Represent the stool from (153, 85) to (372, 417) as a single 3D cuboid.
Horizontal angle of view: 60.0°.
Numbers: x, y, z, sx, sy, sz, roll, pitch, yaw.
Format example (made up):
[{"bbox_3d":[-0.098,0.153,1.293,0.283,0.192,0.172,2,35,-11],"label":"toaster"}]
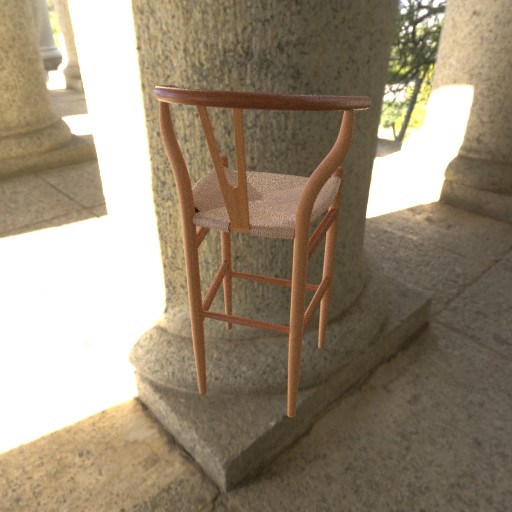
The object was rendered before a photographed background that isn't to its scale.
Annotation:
[{"bbox_3d":[0.000,0.000,1.382,0.574,1.068,0.561,9,31,15],"label":"stool"}]
